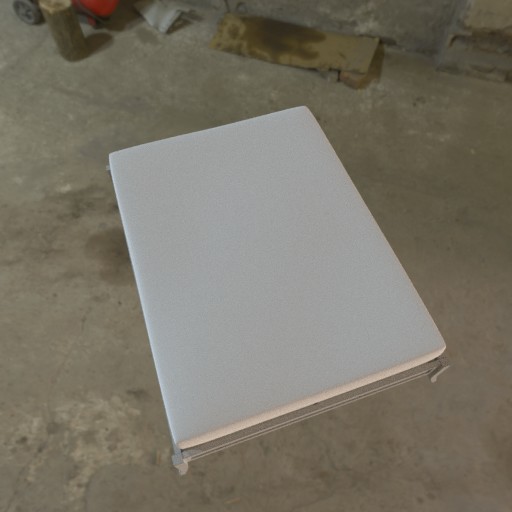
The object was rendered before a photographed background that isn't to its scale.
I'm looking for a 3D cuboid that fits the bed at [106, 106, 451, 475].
[{"bbox_3d":[0.000,0.000,2.865,1.604,0.510,2.108,-16,61,-10],"label":"bed"}]
